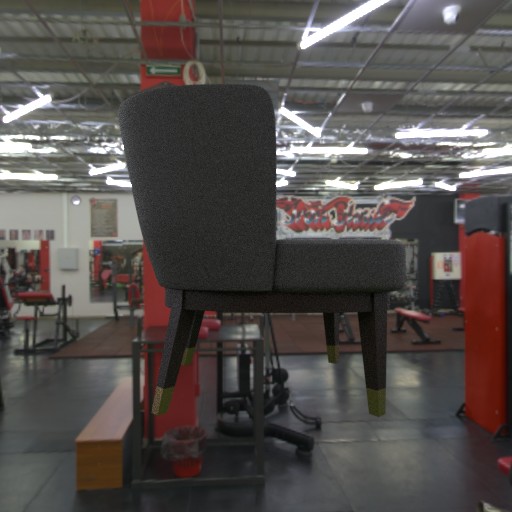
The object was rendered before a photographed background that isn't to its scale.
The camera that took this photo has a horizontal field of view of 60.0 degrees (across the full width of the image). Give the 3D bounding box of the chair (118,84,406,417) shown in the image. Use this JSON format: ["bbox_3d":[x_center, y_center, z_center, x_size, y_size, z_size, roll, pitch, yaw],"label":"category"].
[{"bbox_3d":[0.000,0.000,1.203,0.698,0.695,0.639,0,0,-2],"label":"chair"}]
